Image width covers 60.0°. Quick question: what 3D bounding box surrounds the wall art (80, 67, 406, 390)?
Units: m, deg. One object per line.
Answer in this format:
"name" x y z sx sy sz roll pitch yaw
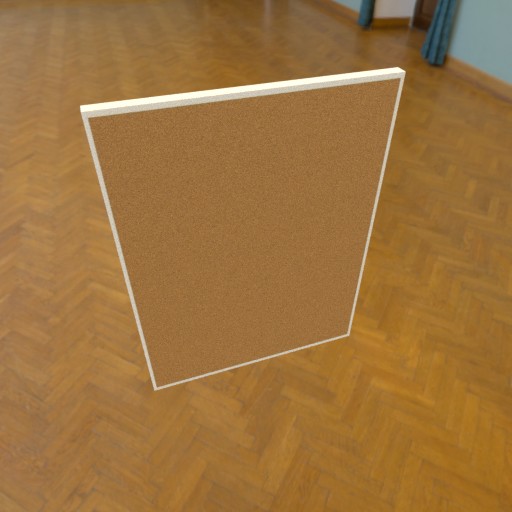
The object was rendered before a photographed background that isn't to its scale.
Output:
"wall art" 0.000 0.000 1.388 0.795 1.050 0.039 -12 42 -14
